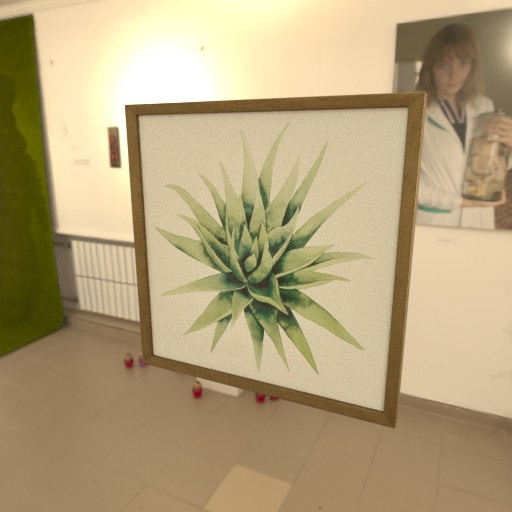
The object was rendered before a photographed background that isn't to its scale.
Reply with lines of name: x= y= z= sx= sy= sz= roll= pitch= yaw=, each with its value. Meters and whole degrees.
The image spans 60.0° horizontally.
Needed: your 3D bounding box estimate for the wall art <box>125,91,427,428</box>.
wall art: x=0.000 y=0.000 z=0.759 sx=0.503 sy=0.506 sz=0.030 roll=7 pitch=16 yaw=24
